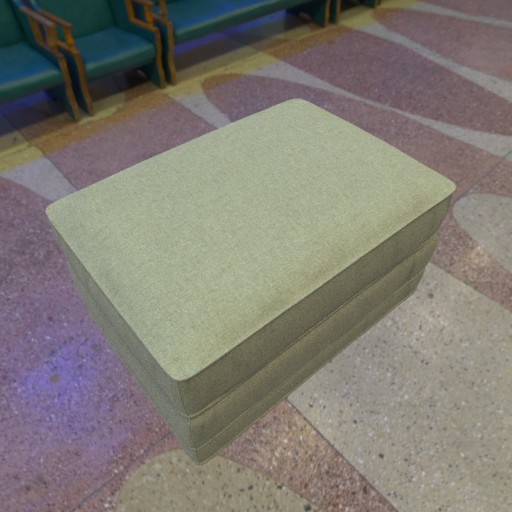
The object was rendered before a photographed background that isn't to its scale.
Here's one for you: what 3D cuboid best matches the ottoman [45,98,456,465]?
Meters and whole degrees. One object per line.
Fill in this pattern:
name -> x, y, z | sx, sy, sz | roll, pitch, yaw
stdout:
ottoman -> 0.000, 0.000, 1.207 | 0.848, 0.508, 0.611 | -31, 55, -26
